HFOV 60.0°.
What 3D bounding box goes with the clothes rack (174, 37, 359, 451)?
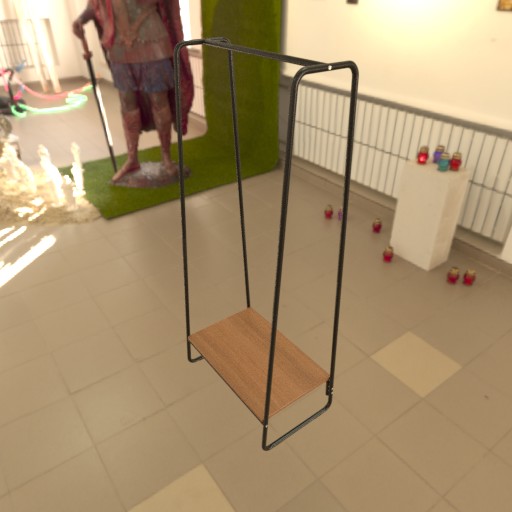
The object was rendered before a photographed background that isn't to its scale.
[{"bbox_3d":[0.000,0.000,1.757,0.400,1.500,0.640,-22,39,-30],"label":"clothes rack"}]
